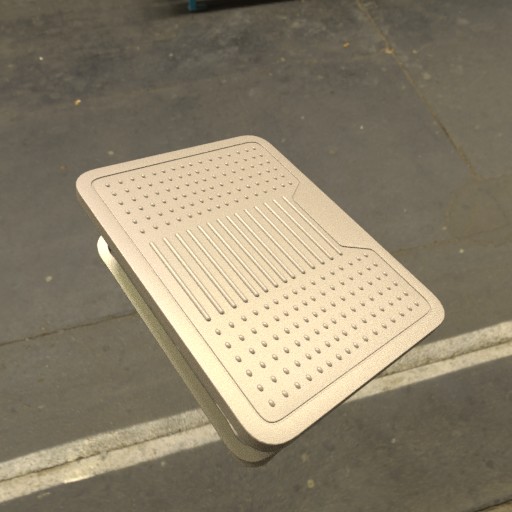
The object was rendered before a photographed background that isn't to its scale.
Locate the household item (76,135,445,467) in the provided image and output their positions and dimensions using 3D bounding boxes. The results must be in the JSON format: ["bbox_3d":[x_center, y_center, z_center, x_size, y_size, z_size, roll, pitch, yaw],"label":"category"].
[{"bbox_3d":[0.000,0.000,0.542,0.301,0.126,0.390,-32,63,-19],"label":"household item"}]
